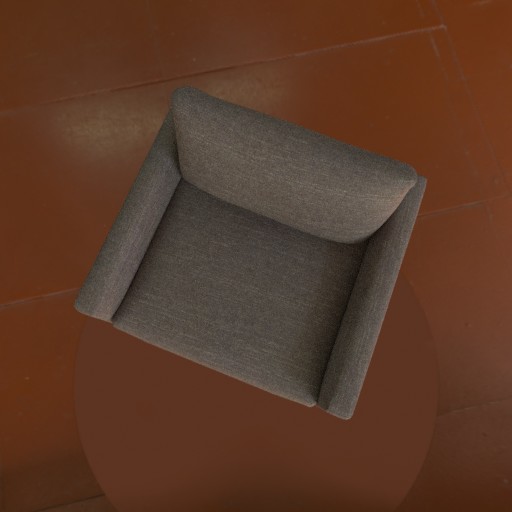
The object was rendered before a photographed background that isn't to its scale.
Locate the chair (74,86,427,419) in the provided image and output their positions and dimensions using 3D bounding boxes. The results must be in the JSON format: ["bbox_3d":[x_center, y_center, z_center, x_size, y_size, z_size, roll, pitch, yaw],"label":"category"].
[{"bbox_3d":[0.000,0.000,1.600,0.940,0.841,0.845,21,77,5],"label":"chair"}]
